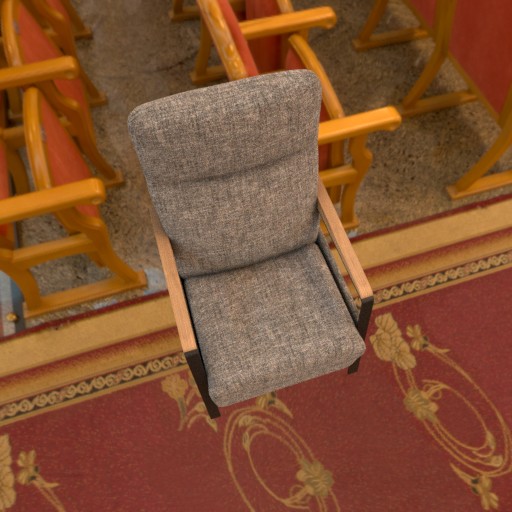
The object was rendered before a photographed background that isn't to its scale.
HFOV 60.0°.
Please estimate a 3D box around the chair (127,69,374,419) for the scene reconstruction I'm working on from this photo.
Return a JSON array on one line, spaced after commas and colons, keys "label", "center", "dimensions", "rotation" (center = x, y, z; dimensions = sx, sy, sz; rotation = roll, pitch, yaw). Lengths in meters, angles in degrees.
[{"label": "chair", "center": [0.000, 0.000, 1.645], "dimensions": [0.671, 1.042, 0.868], "rotation": [-16, 64, -8]}]
